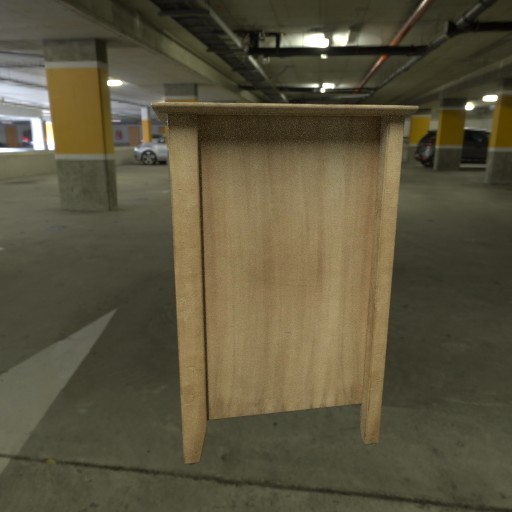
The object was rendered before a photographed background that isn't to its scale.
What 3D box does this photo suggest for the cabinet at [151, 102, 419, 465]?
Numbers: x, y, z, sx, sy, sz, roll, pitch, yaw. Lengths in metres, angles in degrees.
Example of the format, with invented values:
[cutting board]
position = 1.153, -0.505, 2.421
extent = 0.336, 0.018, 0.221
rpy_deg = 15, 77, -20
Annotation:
[cabinet]
position = 0.000, 0.000, 1.256
extent = 0.503, 0.762, 0.763
rpy_deg = -3, 15, -10
